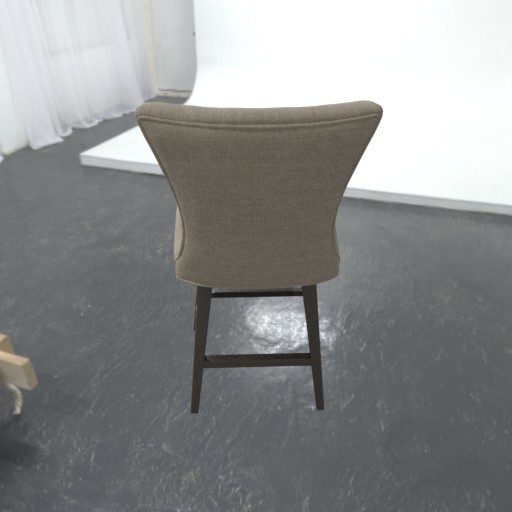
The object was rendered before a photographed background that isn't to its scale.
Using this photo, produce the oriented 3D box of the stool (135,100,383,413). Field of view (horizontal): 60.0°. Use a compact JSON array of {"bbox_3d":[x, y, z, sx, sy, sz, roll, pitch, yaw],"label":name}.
[{"bbox_3d":[0.000,0.000,1.352,0.514,1.000,0.574,-1,31,-2],"label":"stool"}]
